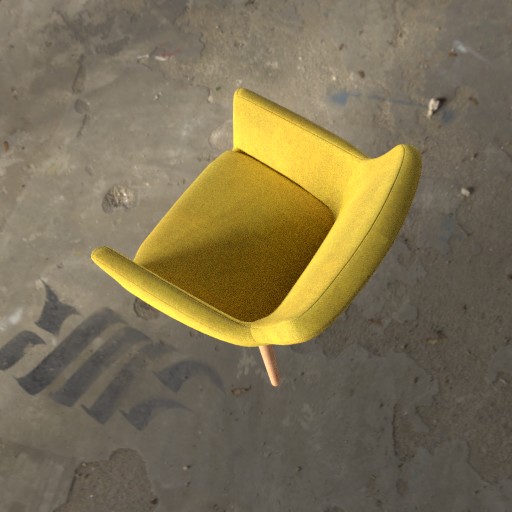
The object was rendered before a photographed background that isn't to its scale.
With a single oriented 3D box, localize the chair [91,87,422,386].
[{"bbox_3d":[0.000,0.000,1.183,0.570,0.780,0.570,30,69,13],"label":"chair"}]
